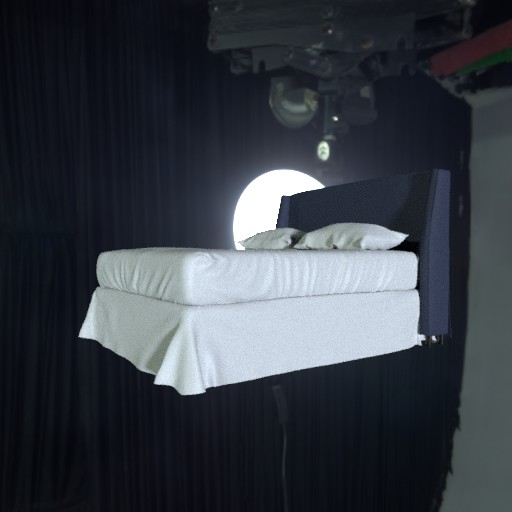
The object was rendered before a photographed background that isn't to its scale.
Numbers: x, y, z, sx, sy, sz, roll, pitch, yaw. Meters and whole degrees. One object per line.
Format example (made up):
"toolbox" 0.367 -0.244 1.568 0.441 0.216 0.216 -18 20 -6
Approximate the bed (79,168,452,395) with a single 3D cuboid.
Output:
"bed" 0.000 0.000 3.469 2.276 1.332 1.925 0 1 -35
